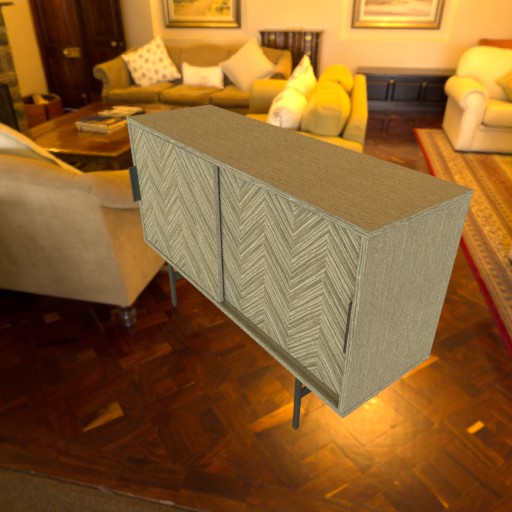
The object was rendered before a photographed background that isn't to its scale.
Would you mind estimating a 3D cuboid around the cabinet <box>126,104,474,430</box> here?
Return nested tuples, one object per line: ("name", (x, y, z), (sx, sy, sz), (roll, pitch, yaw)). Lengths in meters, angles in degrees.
("cabinet", (0.000, 0.000, 1.562), (0.405, 0.787, 1.194), (-21, 36, -31))
